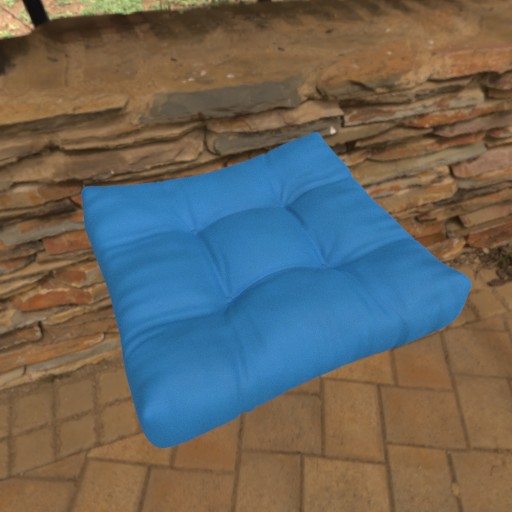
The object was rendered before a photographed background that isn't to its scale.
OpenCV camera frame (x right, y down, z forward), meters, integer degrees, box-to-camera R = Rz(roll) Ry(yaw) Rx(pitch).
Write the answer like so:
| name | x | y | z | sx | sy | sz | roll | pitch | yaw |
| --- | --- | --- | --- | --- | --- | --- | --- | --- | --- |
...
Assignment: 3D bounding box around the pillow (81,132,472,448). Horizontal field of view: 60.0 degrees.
| name | x | y | z | sx | sy | sz | roll | pitch | yaw |
| --- | --- | --- | --- | --- | --- | --- | --- | --- | --- |
| pillow | 0.000 | 0.000 | 0.731 | 0.490 | 0.128 | 0.468 | -18 | 50 | -16 |
